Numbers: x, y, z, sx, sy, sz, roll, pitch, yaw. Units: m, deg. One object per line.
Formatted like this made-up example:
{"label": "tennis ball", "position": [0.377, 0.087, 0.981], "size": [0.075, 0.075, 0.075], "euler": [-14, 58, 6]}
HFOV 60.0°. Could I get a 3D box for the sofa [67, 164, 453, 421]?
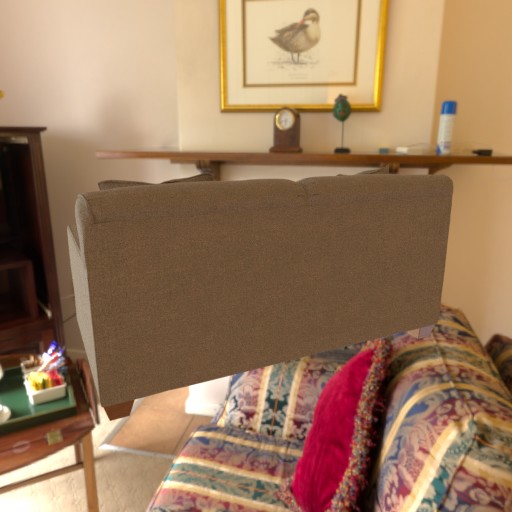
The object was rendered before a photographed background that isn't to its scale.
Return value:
{"label": "sofa", "position": [0.000, 0.000, 2.425], "size": [1.846, 0.958, 1.000], "euler": [-7, 17, -26]}
